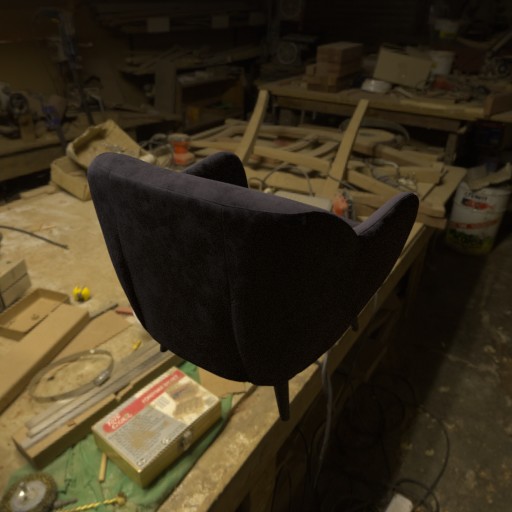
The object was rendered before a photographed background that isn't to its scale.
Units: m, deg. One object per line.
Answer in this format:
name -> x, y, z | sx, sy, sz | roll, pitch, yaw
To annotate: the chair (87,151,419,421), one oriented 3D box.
chair -> 0.000, 0.000, 1.525 | 0.840, 0.807, 0.819 | 20, 36, 30
